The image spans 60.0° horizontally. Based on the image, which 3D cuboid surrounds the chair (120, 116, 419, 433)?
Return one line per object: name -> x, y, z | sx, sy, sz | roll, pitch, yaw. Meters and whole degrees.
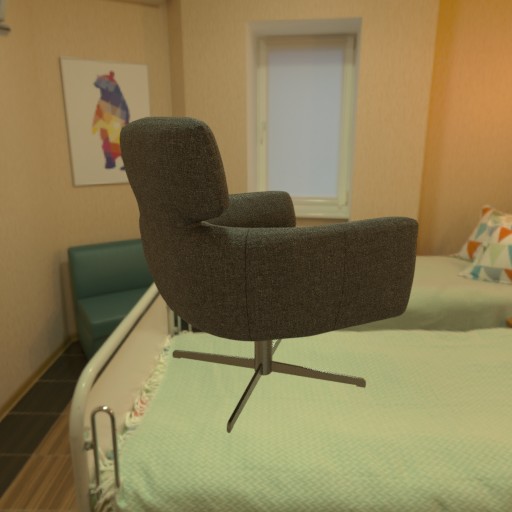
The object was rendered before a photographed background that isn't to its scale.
chair -> 0.000, 0.000, 1.372 | 0.715, 0.812, 0.706 | -8, 17, -27
